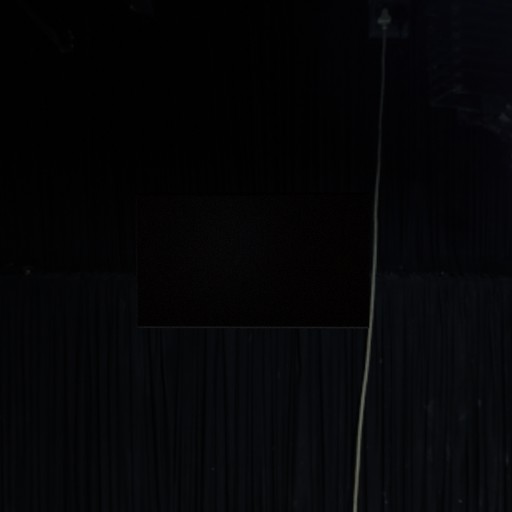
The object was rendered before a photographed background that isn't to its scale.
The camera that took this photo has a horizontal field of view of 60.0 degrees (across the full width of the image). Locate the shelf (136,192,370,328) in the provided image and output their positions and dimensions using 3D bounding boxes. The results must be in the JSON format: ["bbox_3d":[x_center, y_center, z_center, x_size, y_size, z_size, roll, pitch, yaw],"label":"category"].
[{"bbox_3d":[0.000,0.000,0.518,0.152,0.088,0.457,0,1,1],"label":"shelf"}]
